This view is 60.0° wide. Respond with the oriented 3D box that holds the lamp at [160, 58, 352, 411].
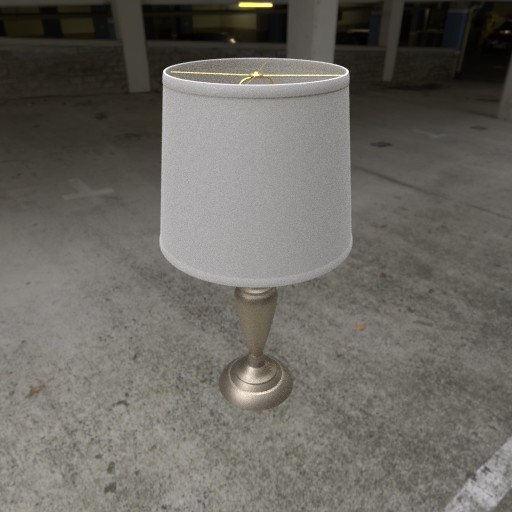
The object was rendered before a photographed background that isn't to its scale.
[{"bbox_3d":[0.000,0.000,0.790,0.328,0.619,0.328,0,30,0],"label":"lamp"}]
